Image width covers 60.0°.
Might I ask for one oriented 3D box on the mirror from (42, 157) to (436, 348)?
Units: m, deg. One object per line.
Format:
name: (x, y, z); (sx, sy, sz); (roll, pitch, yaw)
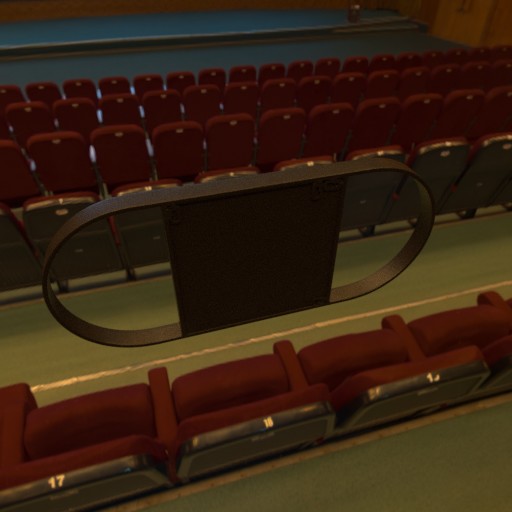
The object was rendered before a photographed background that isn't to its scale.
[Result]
mirror: (0.000, 0.000, 0.657); (0.584, 0.254, 0.032); (-11, 41, -13)
